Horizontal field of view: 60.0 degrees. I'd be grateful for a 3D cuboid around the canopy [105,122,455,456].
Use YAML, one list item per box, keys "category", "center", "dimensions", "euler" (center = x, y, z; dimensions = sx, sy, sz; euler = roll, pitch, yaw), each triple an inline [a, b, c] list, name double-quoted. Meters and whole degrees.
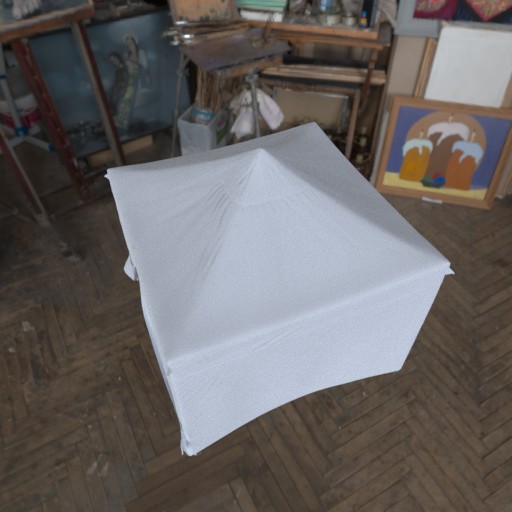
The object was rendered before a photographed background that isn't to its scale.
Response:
- category: "canopy"
  center: [0.000, 0.000, 5.405]
  dimensions: [3.121, 2.997, 3.043]
  euler: [-17, 49, -15]
